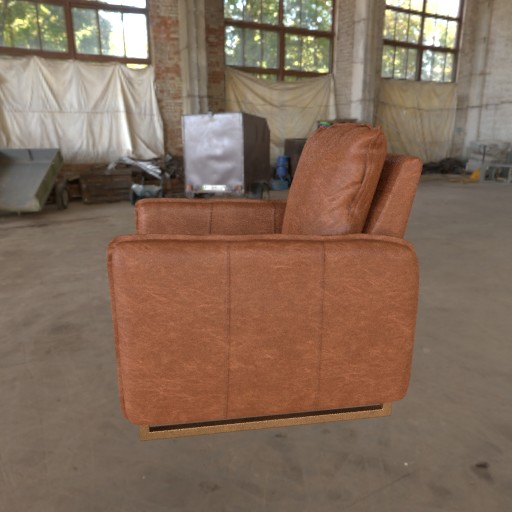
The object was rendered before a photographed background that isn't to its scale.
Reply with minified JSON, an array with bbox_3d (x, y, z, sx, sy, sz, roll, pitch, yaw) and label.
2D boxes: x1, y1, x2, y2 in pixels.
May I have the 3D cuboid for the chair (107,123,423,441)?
[{"bbox_3d":[0.000,0.000,1.601,0.922,0.922,0.830,-2,16,-9],"label":"chair"}]
